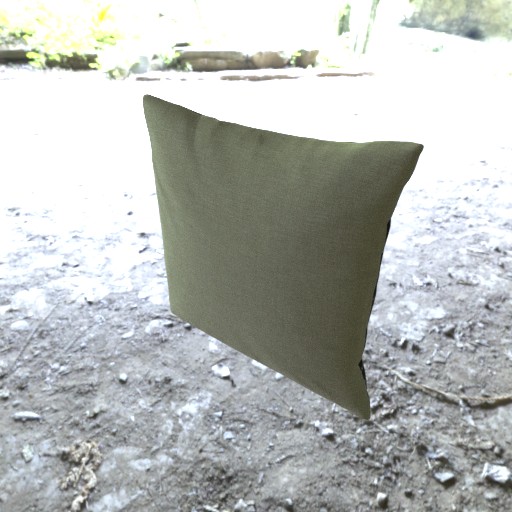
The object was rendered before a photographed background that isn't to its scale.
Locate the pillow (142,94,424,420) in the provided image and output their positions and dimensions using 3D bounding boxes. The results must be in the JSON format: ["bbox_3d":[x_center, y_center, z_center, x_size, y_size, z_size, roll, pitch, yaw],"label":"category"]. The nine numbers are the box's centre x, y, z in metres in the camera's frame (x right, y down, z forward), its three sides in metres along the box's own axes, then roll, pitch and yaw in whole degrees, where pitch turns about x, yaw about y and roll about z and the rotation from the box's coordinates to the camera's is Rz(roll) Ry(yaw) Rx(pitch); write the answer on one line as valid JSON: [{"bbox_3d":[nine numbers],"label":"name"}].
[{"bbox_3d":[0.000,0.000,0.805,0.517,0.508,0.158,22,37,31],"label":"pillow"}]
